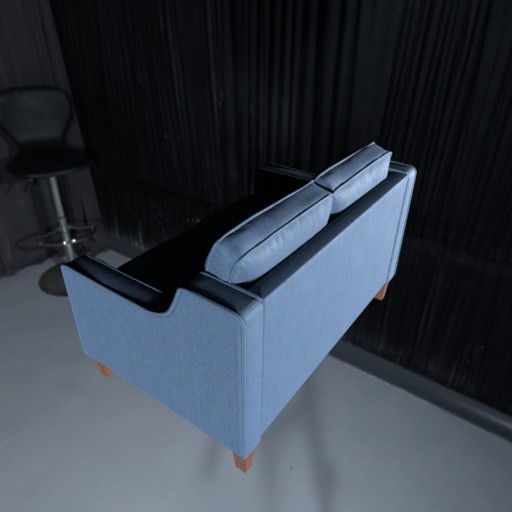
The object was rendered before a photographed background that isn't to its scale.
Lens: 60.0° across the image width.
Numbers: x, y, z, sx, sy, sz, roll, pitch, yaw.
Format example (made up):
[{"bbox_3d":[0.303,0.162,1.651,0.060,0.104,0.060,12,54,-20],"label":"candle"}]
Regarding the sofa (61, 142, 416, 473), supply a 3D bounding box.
[{"bbox_3d":[0.000,0.000,2.206,0.987,0.971,1.501,21,38,30],"label":"sofa"}]
